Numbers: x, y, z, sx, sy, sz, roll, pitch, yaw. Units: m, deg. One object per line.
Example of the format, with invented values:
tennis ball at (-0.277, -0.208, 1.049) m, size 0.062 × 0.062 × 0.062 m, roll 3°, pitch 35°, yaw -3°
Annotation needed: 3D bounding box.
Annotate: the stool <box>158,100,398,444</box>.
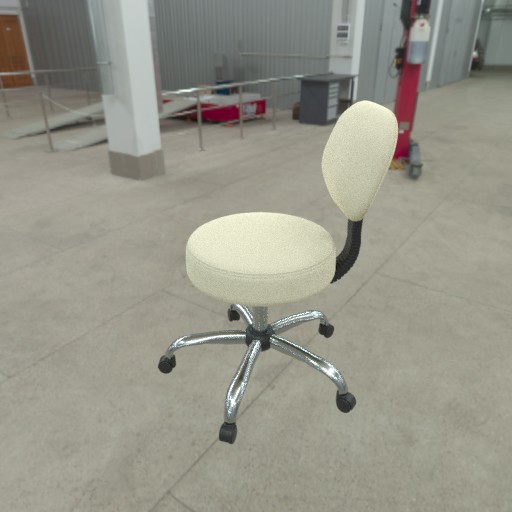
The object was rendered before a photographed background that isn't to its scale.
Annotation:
stool at (0.000, 0.000, 1.240) m, size 0.616 × 0.810 × 0.609 m, roll 0°, pitch 26°, yaw -1°
